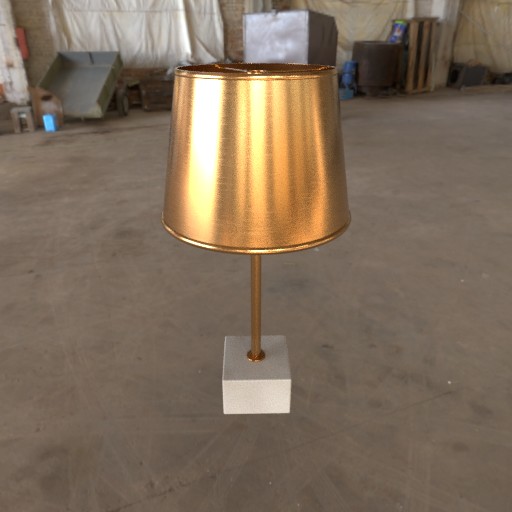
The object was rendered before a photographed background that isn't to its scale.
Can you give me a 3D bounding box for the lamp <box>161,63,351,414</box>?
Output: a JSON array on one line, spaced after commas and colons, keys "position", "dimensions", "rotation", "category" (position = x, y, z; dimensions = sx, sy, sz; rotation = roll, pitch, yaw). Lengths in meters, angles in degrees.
[{"position": [0.000, 0.000, 0.518], "dimensions": [0.208, 0.406, 0.208], "rotation": [0, 26, 0], "category": "lamp"}]
